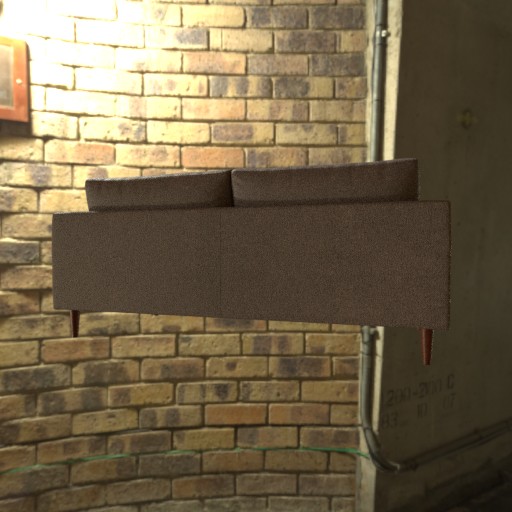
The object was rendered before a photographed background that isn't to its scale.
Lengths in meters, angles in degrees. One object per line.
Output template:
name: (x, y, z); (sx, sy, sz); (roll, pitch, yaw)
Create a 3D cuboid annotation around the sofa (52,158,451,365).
sofa: (0.000, 0.000, 2.495); (1.948, 0.868, 1.020); (0, 1, 18)
